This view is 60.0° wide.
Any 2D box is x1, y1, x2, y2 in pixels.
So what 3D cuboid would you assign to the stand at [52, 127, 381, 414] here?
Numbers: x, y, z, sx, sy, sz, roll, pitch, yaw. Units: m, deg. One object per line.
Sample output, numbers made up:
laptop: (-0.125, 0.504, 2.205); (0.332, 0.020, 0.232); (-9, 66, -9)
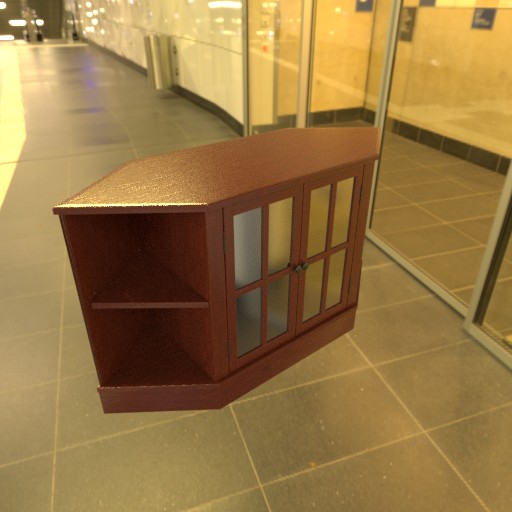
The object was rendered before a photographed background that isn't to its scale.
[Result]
stand: (0.000, 0.000, 1.350); (1.072, 0.614, 0.381); (-22, 36, -33)
